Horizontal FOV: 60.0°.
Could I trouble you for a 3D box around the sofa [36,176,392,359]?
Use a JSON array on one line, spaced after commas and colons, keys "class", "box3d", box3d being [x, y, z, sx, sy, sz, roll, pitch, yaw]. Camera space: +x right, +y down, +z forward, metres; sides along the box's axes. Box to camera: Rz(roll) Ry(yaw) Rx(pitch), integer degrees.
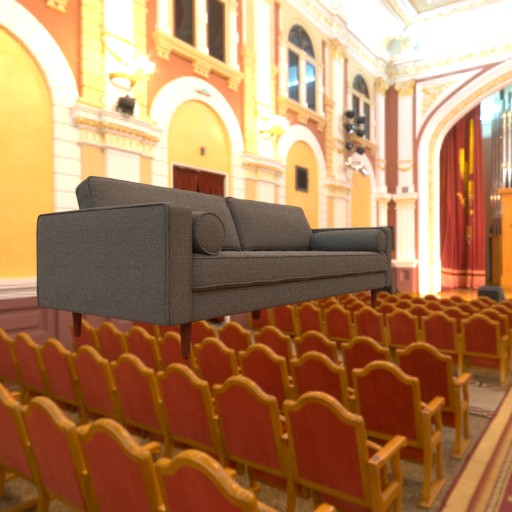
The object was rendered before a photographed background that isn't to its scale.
[{"class": "sofa", "box3d": [0.000, 0.000, 2.648, 0.914, 0.762, 2.198, 1, 1, 37]}]
